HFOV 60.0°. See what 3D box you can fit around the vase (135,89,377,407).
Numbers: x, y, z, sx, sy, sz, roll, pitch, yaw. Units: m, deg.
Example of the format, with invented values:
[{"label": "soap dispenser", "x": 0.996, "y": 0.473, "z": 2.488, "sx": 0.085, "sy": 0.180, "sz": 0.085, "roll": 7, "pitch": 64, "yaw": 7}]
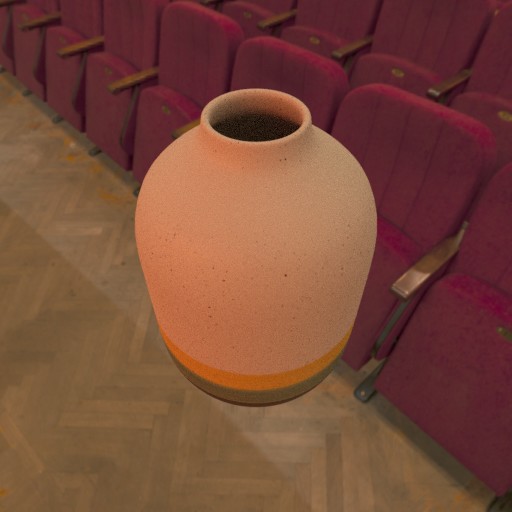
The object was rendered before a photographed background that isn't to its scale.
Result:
[{"label": "vase", "x": 0.000, "y": 0.000, "z": 0.343, "sx": 0.169, "sy": 0.240, "sz": 0.169, "roll": 0, "pitch": 47, "yaw": 0}]
